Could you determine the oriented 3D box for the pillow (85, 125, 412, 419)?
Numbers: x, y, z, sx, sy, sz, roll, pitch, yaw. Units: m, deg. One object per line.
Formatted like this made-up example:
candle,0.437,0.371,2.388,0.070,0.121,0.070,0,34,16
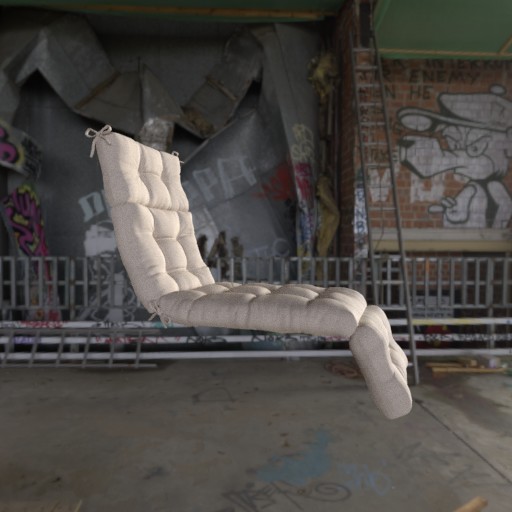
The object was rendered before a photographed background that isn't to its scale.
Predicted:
pillow,0.000,0.000,1.539,1.016,0.863,0.526,0,2,17
